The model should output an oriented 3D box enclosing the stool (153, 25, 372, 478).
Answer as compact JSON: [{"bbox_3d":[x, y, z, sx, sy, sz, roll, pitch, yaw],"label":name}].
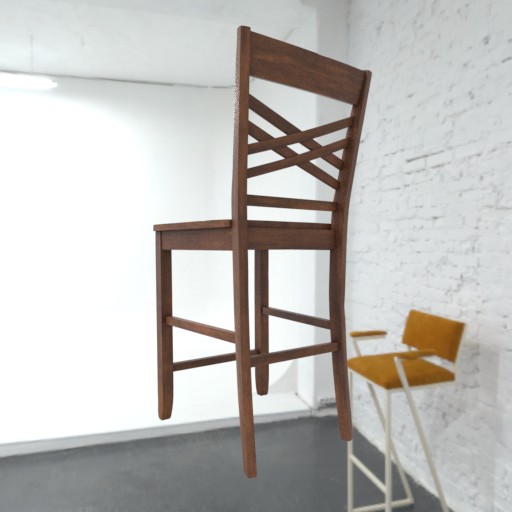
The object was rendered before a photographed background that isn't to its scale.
[{"bbox_3d":[0.000,0.000,1.366,0.462,1.079,0.539,-1,1,-36],"label":"stool"}]
